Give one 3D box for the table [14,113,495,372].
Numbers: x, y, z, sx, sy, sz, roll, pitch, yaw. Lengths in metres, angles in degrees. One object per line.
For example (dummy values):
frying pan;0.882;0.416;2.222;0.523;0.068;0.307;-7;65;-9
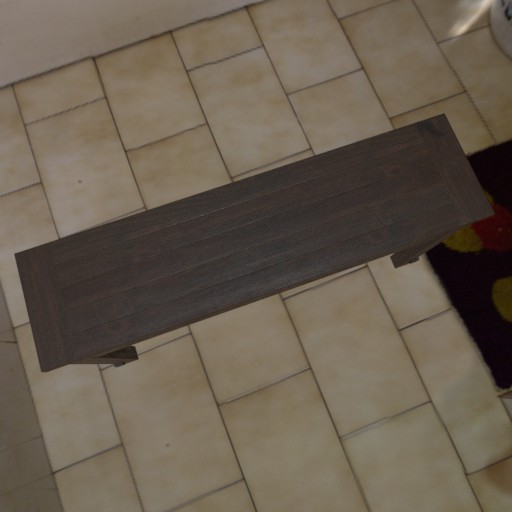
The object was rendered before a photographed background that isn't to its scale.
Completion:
table;0.000;0.000;1.884;1.599;0.762;0.442;-19;77;-5
